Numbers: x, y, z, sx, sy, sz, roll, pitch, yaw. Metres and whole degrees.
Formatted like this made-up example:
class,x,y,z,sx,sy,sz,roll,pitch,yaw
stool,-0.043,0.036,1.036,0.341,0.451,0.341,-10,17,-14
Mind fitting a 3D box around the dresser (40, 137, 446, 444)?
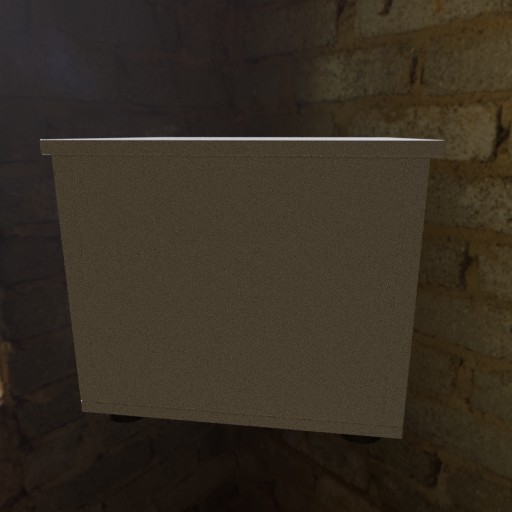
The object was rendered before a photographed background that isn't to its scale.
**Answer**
class,x,y,z,sx,sy,sz,roll,pitch,yaw
dresser,0.000,0.000,0.701,0.430,0.360,0.400,2,15,7
